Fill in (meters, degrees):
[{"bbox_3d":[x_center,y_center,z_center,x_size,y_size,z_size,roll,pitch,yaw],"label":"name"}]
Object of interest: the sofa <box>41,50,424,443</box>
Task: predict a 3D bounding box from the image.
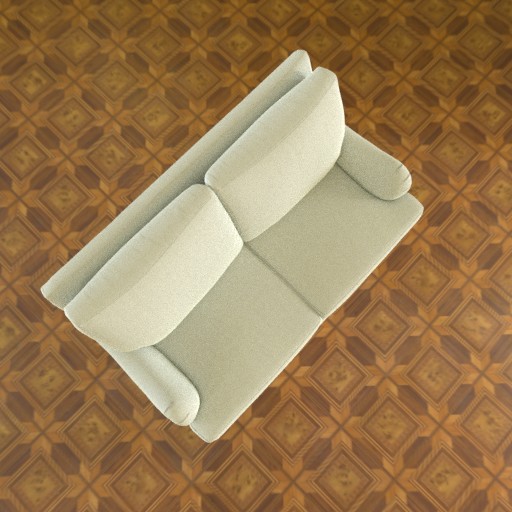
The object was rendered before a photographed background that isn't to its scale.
[{"bbox_3d":[0.000,0.000,2.522,1.084,1.101,1.853,43,80,9],"label":"sofa"}]
